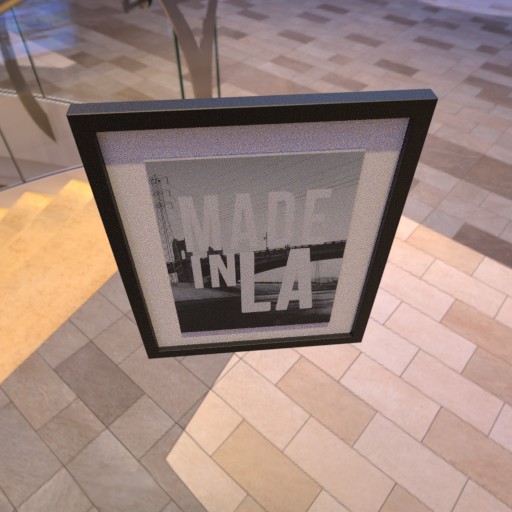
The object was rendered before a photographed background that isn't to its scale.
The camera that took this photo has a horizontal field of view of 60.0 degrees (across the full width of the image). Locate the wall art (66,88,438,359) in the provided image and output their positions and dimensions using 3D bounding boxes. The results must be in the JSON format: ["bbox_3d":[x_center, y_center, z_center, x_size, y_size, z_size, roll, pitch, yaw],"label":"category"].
[{"bbox_3d":[0.000,0.000,0.753,0.457,0.559,0.028,-4,47,-3],"label":"wall art"}]
